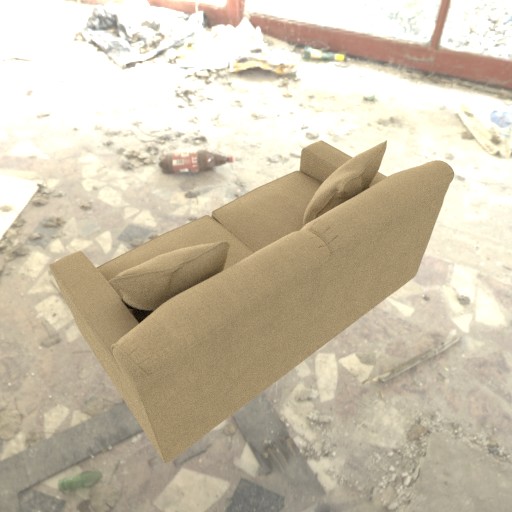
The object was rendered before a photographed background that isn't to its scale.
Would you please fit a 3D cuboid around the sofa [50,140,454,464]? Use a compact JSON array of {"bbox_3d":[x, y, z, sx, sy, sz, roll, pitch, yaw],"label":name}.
[{"bbox_3d":[0.000,0.000,2.391,1.846,0.958,0.998,-30,52,-27],"label":"sofa"}]
